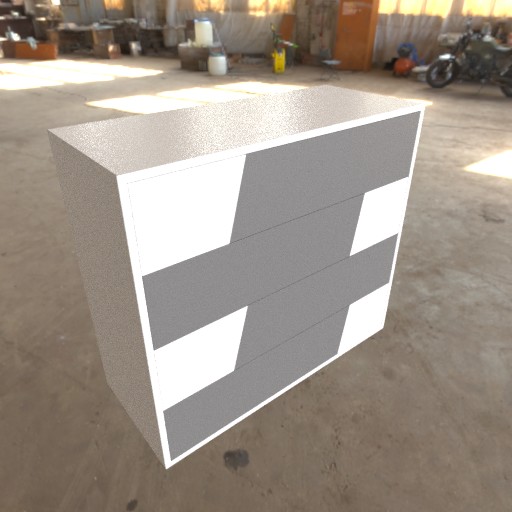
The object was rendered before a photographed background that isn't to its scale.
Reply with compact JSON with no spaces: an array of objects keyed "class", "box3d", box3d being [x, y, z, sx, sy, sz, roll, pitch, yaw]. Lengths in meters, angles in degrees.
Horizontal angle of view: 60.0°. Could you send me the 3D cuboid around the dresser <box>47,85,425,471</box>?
[{"class":"dresser","box3d":[0.000,0.000,1.608,1.100,1.000,0.460,-22,37,-33]}]
